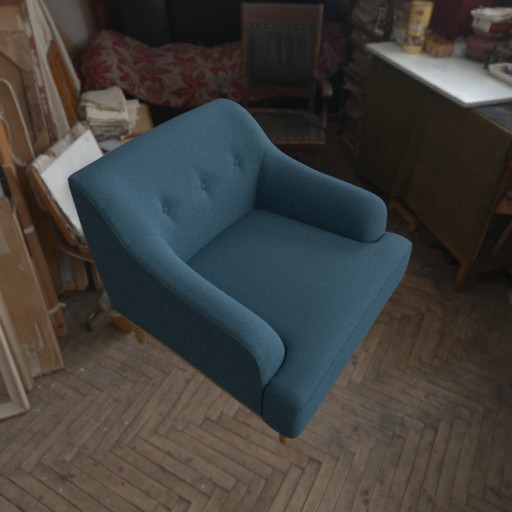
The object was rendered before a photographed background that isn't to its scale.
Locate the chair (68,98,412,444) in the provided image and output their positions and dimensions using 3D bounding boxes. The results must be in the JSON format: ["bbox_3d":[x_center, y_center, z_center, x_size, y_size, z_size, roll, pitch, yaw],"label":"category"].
[{"bbox_3d":[0.000,0.000,1.710,0.951,0.818,0.946,25,47,25],"label":"chair"}]
